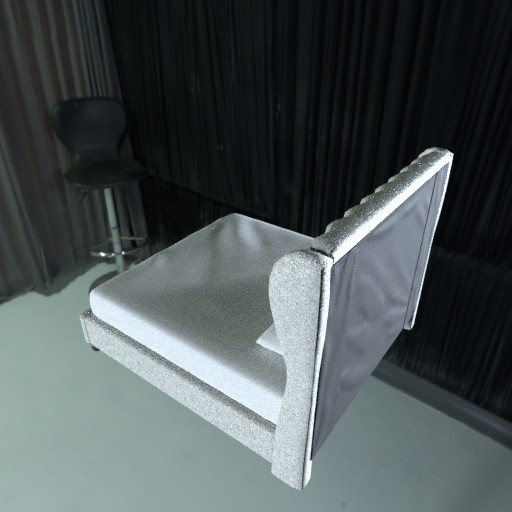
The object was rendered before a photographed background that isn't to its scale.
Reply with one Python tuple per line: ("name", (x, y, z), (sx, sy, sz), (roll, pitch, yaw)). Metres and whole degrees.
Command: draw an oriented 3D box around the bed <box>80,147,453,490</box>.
("bed", (0.000, 0.000, 3.804), (2.347, 1.771, 2.219), (21, 36, 31))
